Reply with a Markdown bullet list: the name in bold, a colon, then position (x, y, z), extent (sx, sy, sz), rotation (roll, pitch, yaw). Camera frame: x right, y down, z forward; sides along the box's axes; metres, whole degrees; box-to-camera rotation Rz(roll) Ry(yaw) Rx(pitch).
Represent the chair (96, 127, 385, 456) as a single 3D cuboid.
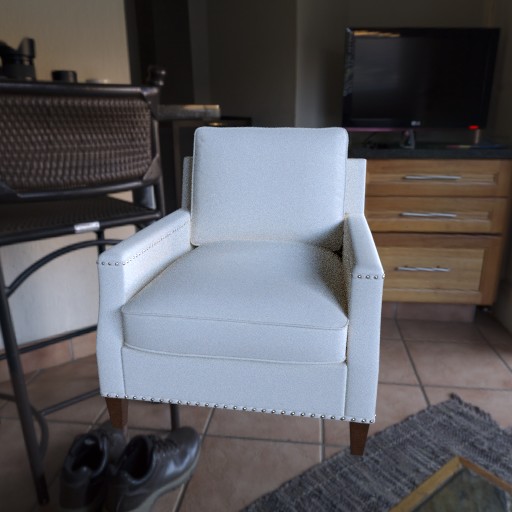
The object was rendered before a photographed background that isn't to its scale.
- **chair**: position (0.000, 0.000, 1.686), extent (0.853, 0.943, 1.014), rotation (3, 16, 9)
